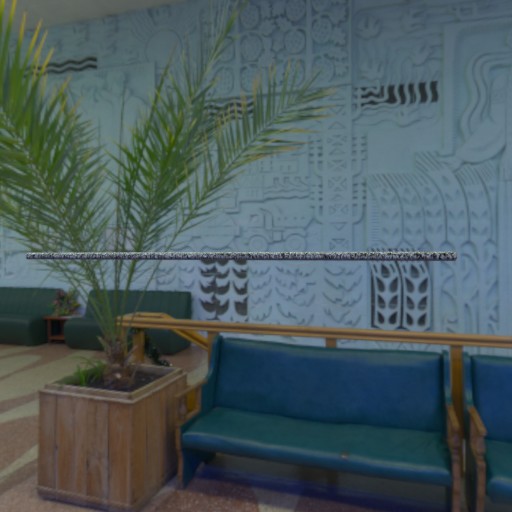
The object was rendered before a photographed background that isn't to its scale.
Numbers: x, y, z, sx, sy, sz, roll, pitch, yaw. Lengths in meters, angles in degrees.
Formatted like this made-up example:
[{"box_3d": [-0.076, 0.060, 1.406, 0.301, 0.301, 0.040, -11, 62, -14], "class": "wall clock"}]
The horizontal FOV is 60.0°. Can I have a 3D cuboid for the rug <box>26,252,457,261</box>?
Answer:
[{"box_3d": [0.000, 0.000, 2.268, 1.778, 0.030, 1.219, 0, 0, 19], "class": "rug"}]
